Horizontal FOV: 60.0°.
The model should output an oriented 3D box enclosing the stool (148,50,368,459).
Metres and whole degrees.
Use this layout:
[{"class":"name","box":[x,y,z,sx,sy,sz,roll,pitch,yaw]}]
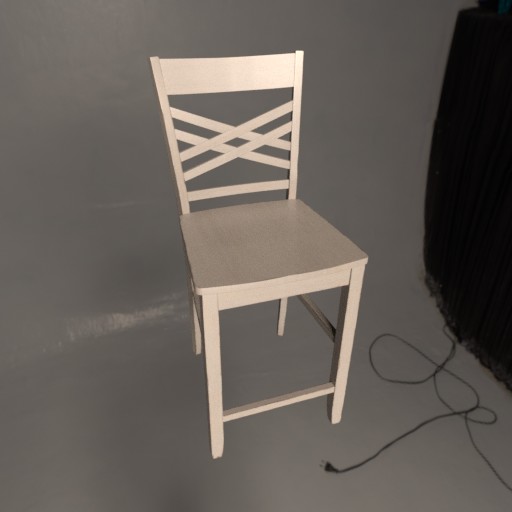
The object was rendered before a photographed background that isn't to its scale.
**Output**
[{"class":"stool","box":[0.000,0.000,1.352,0.462,1.079,0.539,-10,33,-15]}]
